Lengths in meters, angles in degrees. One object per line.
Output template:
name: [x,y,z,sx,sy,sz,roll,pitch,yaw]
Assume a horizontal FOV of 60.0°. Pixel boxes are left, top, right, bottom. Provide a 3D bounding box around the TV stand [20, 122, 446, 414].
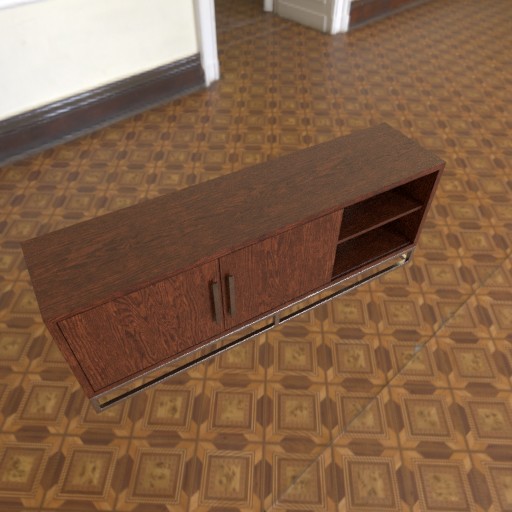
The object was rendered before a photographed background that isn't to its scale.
TV stand: [0.000,0.000,1.791,1.541,0.578,0.382,-22,50,-20]
